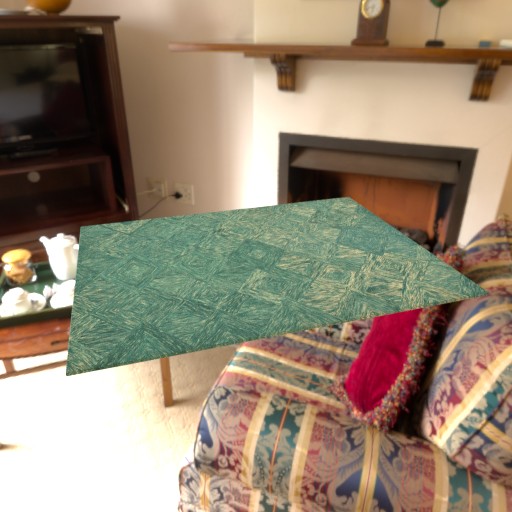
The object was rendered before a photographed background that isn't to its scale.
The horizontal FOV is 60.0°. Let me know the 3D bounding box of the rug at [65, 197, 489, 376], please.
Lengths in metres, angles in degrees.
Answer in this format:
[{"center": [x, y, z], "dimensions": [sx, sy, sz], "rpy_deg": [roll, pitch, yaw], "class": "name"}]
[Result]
[{"center": [0.000, 0.000, 4.191], "dimensions": [3.217, 0.027, 2.405], "rpy_deg": [-8, 28, -15], "class": "rug"}]
